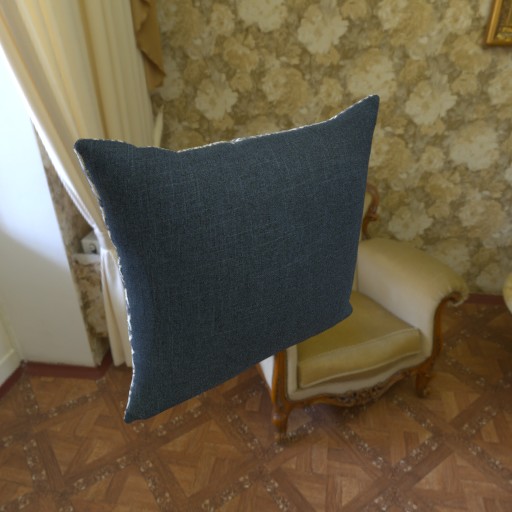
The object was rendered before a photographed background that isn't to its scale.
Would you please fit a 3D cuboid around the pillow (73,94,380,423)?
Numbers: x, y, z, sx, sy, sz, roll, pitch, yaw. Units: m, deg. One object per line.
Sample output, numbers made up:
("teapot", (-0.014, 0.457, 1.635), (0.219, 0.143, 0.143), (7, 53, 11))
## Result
("pillow", (0.000, 0.000, 0.770), (0.546, 0.487, 0.180), (-20, 35, -31))
